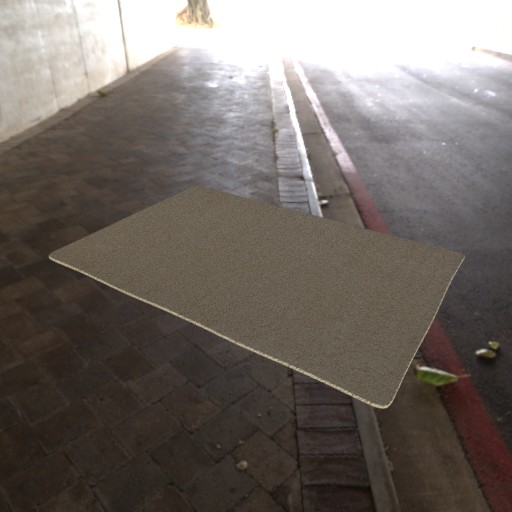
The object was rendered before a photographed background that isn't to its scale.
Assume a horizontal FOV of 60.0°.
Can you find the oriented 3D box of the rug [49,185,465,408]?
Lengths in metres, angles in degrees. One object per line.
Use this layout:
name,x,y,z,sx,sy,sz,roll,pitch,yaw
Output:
rug,0.000,0.000,3.421,2.698,0.025,1.798,18,35,28
